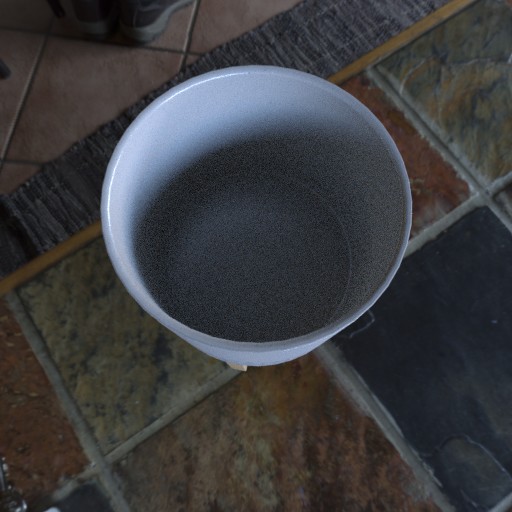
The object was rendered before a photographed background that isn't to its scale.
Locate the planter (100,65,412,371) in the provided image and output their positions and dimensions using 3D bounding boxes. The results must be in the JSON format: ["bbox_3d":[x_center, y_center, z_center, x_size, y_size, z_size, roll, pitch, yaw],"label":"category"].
[{"bbox_3d":[0.000,0.000,0.517,0.249,0.343,0.249,0,73,0],"label":"planter"}]
